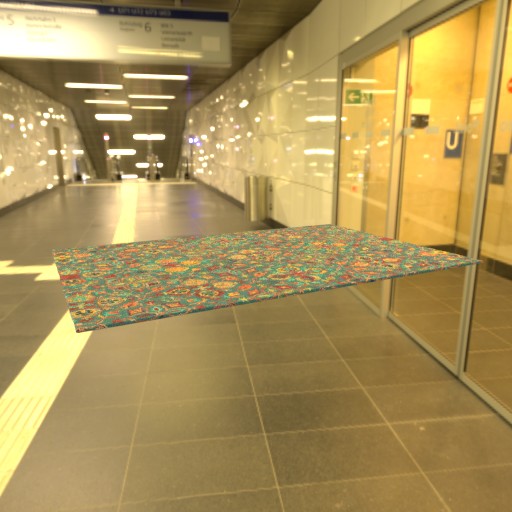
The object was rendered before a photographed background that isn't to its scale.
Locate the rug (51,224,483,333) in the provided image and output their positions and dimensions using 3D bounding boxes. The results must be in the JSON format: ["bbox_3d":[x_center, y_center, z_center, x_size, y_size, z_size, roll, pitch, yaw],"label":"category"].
[{"bbox_3d":[0.000,0.000,2.807,2.290,0.016,1.527,-7,15,-27],"label":"rug"}]
